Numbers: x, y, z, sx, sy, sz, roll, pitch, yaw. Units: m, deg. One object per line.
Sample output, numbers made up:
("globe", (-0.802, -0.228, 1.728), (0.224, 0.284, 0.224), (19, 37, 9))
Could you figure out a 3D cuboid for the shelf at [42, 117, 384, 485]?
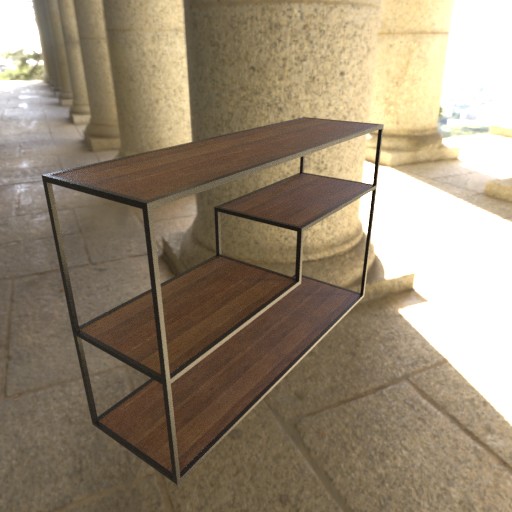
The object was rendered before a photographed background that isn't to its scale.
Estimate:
("shelf", (0.000, 0.000, 1.526), (0.361, 0.765, 1.201), (17, 30, 32))
